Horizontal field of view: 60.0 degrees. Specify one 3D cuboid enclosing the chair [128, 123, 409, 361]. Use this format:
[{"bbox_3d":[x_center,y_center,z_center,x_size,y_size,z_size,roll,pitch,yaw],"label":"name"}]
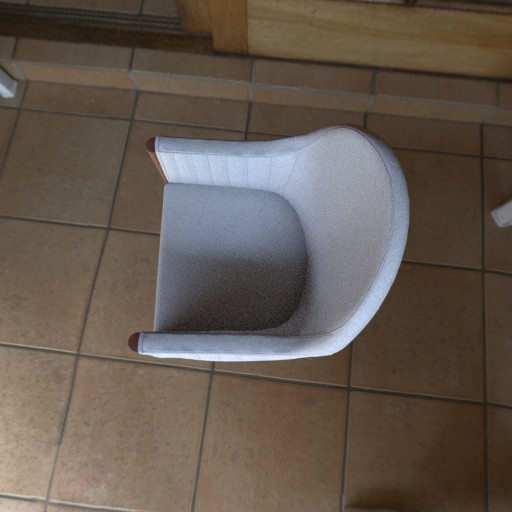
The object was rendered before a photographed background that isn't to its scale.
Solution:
[{"bbox_3d":[0.000,0.000,1.313,0.620,0.889,0.610,1,75,0],"label":"chair"}]
